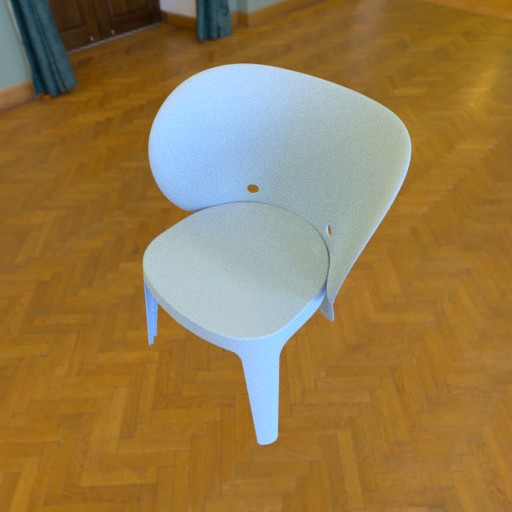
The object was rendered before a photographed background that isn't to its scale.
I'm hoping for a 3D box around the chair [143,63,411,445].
[{"bbox_3d":[0.000,0.000,0.848,0.451,0.554,0.402,32,54,28],"label":"chair"}]
